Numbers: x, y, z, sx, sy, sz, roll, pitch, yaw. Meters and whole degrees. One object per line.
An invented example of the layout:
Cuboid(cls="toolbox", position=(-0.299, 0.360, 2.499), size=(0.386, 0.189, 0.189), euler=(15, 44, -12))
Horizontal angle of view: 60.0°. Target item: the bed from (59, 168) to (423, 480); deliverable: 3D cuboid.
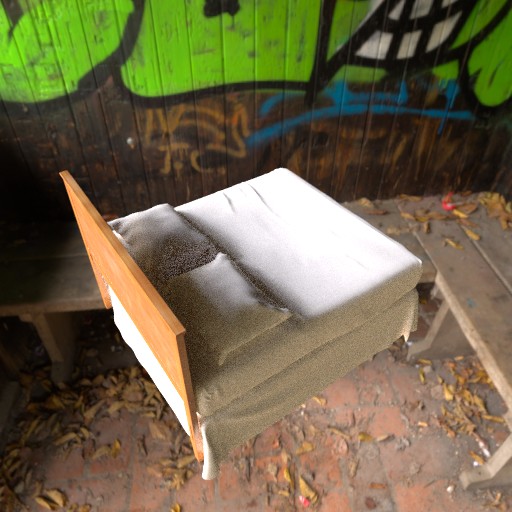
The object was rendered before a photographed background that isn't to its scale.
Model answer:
Cuboid(cls="bed", position=(0.000, 0.000, 3.247), size=(2.035, 1.273, 1.870), euler=(-25, 47, -26))
